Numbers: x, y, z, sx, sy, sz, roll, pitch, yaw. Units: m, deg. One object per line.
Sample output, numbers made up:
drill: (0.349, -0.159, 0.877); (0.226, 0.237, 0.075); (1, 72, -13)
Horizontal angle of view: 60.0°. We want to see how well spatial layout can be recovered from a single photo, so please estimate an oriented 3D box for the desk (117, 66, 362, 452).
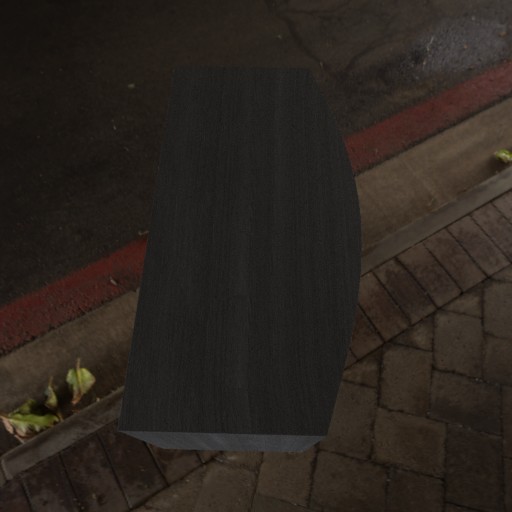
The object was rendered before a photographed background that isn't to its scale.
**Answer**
desk: (0.000, 0.000, 2.039); (0.802, 0.750, 1.600); (1, 63, 1)
